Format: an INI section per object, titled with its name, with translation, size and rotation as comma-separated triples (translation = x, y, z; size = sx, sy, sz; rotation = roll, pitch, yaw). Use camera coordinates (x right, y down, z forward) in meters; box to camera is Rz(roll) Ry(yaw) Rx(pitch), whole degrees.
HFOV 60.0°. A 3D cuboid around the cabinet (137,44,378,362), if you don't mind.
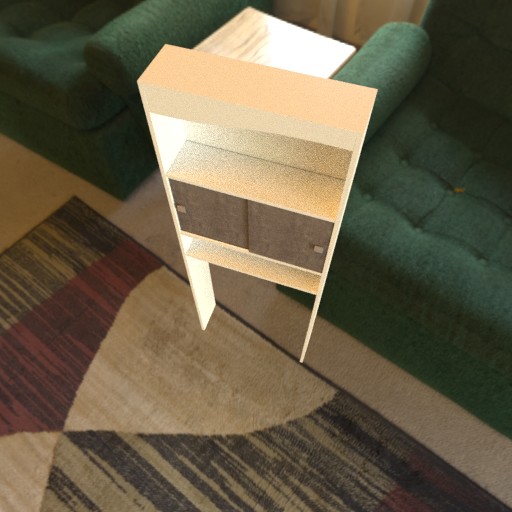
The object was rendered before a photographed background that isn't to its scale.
[cabinet]
translation = 0.000, 0.000, 1.977
size = 0.643, 1.770, 0.192
rotation = 16, 59, 10
